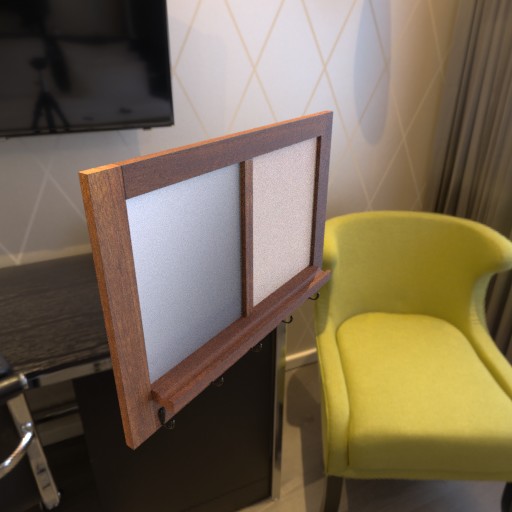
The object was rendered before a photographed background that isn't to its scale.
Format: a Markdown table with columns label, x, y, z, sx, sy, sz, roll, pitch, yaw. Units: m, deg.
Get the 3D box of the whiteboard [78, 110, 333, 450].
| label | x | y | z | sx | sy | sz | roll | pitch | yaw |
| --- | --- | --- | --- | --- | --- | --- | --- | --- | --- |
| whiteboard | 0.000 | 0.000 | 1.035 | 0.083 | 0.559 | 0.783 | 17 | 31 | 31 |
